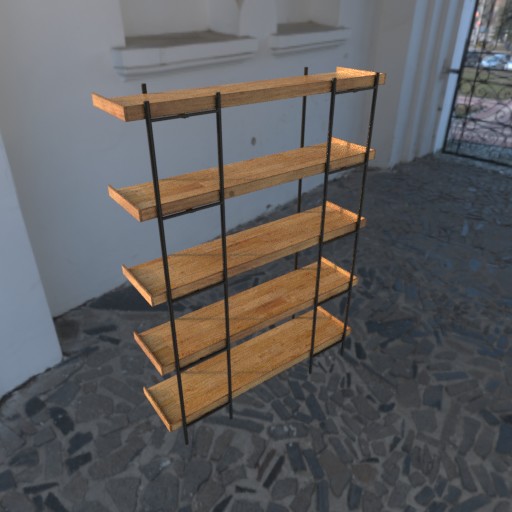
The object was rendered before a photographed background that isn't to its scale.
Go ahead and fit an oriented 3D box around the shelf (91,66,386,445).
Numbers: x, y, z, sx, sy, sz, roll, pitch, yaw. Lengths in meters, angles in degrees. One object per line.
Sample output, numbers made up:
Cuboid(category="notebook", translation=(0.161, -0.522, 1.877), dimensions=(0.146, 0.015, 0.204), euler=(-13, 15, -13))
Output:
Cuboid(category="shelf", translation=(0.000, 0.000, 2.439), dimensions=(1.371, 1.826, 0.379), euler=(-20, 35, -31))
